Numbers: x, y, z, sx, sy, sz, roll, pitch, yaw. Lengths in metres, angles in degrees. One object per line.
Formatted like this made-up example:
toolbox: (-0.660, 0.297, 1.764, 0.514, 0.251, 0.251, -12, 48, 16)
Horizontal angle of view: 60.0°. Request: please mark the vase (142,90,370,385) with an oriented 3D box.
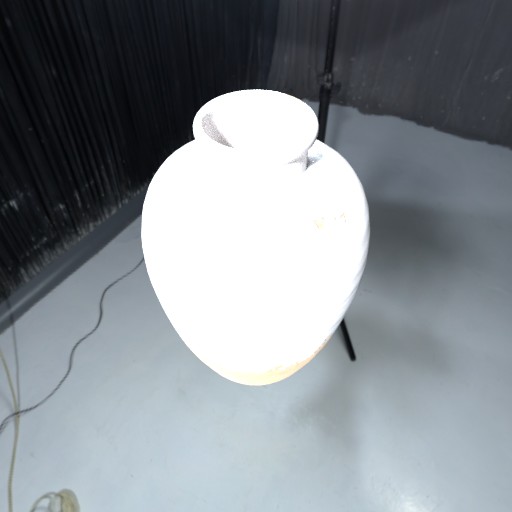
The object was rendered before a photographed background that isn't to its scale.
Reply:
vase: (0.000, 0.000, 0.333, 0.158, 0.228, 0.158, 0, 47, 0)
